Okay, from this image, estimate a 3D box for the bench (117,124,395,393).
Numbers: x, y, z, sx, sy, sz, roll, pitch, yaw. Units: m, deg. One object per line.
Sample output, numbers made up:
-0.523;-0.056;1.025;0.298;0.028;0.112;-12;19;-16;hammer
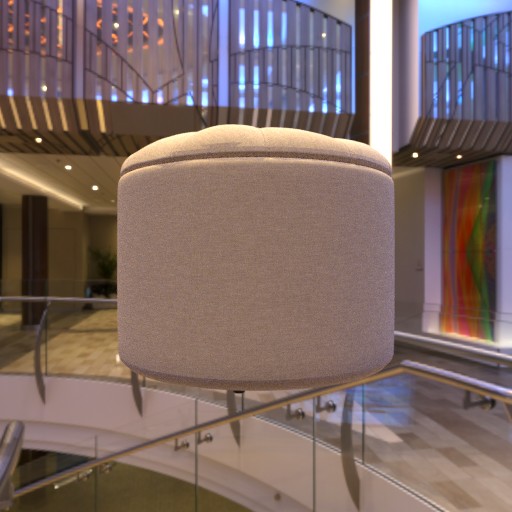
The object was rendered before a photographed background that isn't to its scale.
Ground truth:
0.000;0.000;1.005;0.600;0.454;0.600;0;0;0;bench
